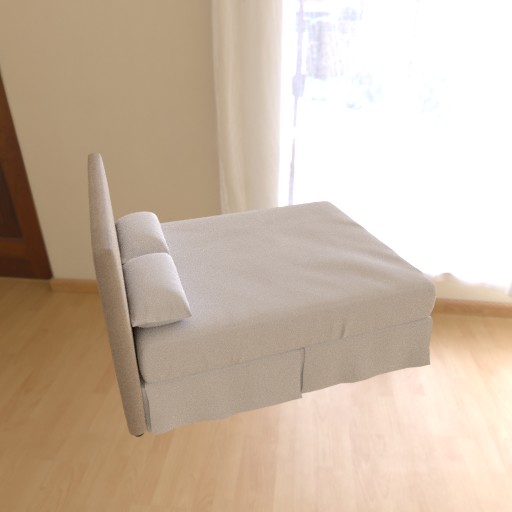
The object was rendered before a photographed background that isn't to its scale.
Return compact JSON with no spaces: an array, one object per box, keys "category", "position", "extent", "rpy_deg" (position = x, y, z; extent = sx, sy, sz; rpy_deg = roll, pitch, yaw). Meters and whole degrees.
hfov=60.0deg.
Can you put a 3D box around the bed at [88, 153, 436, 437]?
[{"category":"bed","position":[0.000,0.000,3.295],"extent":[2.162,1.330,1.713],"rpy_deg":[-10,31,-17]}]
